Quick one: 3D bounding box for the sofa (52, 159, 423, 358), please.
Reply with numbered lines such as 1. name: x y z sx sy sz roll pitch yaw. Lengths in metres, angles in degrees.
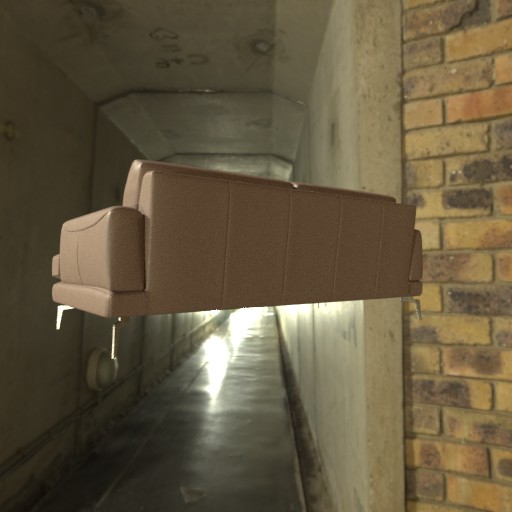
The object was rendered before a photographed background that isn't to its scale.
1. sofa: 0.000 0.000 2.476 1.940 0.765 0.974 1 -1 -36
